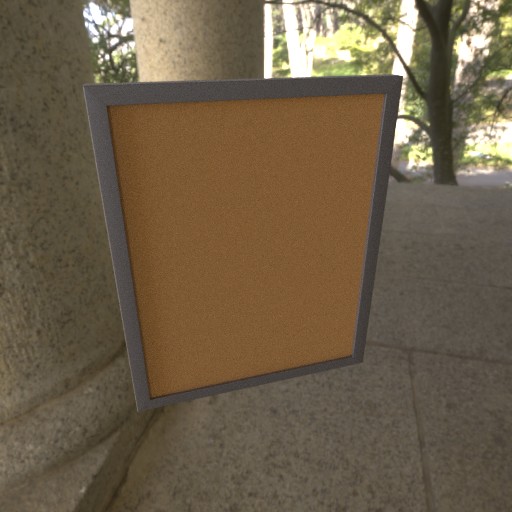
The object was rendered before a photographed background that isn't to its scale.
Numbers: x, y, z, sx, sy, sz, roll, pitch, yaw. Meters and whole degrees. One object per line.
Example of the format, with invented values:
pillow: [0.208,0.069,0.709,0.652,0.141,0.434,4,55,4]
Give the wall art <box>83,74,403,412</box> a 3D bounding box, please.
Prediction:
wall art: [0.000,0.000,0.750,0.458,0.558,0.029,-8,28,-15]
